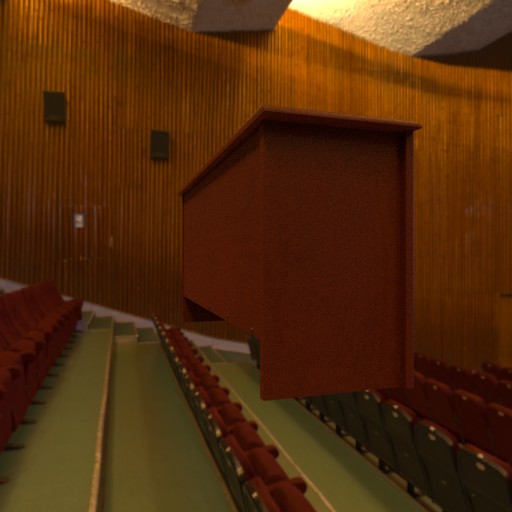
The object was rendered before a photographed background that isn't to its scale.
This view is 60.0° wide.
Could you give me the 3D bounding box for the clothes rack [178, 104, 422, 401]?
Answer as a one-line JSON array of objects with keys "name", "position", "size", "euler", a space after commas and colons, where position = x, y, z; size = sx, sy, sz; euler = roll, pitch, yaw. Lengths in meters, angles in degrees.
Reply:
[{"name": "clothes rack", "position": [0.000, 0.000, 1.505], "size": [0.362, 0.594, 1.251], "euler": [0, 0, -18]}]
